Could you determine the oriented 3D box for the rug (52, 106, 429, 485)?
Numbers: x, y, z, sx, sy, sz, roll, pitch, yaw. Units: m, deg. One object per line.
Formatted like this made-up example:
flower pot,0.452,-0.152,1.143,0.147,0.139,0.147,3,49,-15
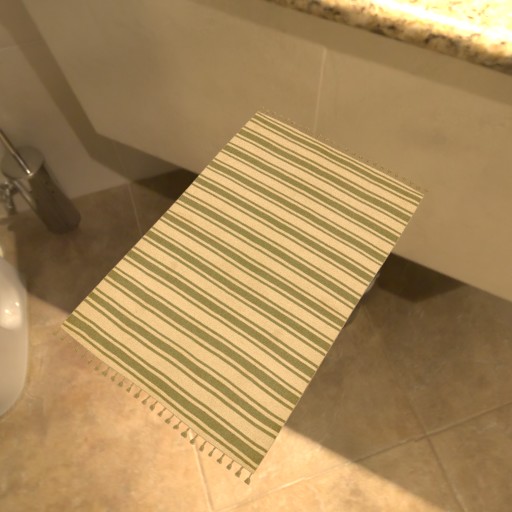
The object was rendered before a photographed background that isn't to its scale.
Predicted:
rug,0.000,0.000,3.105,1.540,0.018,2.435,31,67,15
